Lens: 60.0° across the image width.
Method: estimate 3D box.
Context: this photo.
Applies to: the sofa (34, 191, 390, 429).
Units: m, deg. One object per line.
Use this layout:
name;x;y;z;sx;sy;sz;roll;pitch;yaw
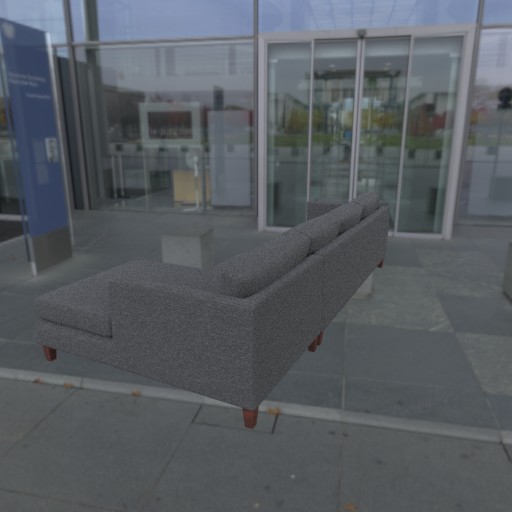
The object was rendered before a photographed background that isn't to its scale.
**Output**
sofa;0.000;0.000;3.830;1.625;0.846;3.186;8;18;26
